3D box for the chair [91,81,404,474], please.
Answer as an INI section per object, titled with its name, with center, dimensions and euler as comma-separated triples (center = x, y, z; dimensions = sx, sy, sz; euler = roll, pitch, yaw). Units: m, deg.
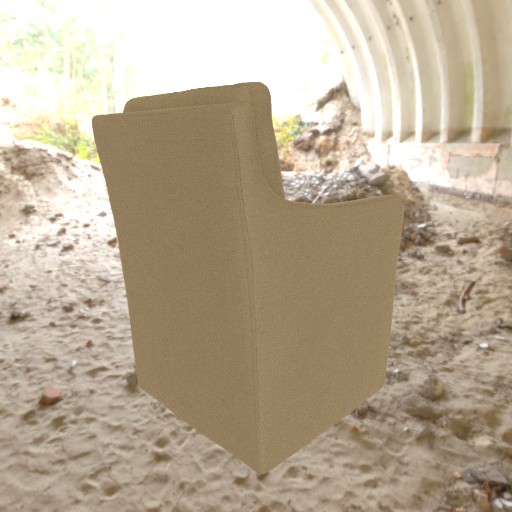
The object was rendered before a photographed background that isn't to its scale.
[chair]
center = 0.000, 0.000, 1.333
dimensions = 0.694, 0.914, 0.626
euler = -14, 20, -43
